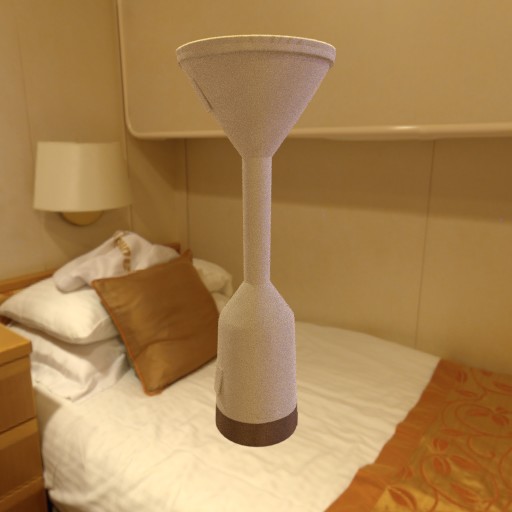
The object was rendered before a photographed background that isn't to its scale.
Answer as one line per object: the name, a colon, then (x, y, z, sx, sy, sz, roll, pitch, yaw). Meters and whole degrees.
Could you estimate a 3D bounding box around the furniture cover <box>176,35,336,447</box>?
furniture cover: (0.000, 0.000, 2.847, 0.914, 2.413, 0.914, -2, 14, -9)
